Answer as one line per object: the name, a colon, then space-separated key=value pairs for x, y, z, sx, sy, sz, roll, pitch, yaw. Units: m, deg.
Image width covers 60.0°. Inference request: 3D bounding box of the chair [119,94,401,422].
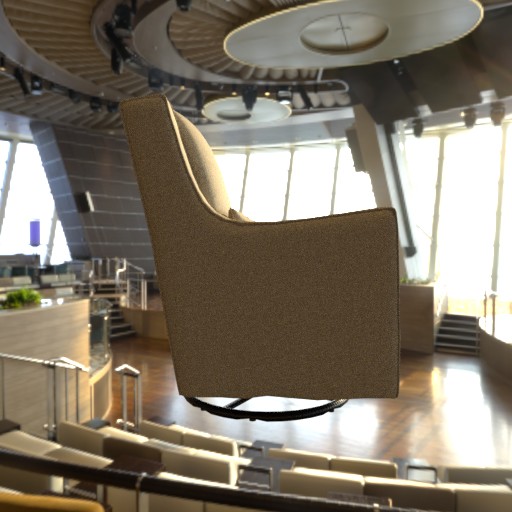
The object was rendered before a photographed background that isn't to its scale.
chair: x=0.000 y=0.000 z=1.627 sx=0.879 sy=0.993 sz=0.732 roll=0 pitch=1 yaw=1
